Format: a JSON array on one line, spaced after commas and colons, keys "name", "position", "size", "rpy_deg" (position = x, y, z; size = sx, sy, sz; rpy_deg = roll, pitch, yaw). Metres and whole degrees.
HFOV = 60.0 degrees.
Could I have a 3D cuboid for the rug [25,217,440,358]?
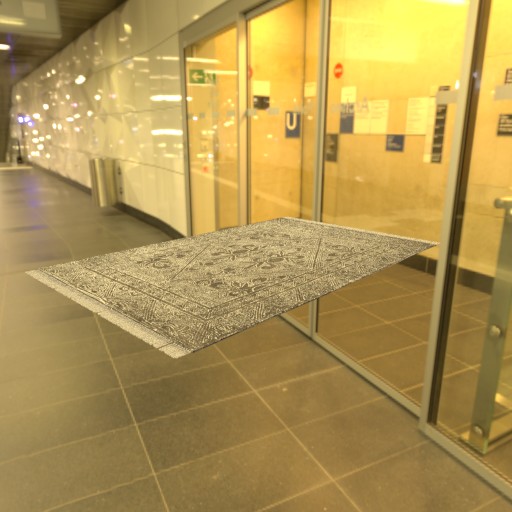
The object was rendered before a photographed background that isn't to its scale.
[{"name": "rug", "position": [0.000, 0.000, 2.998], "size": [1.529, 0.010, 2.440], "rpy_deg": [15, 22, 42]}]
